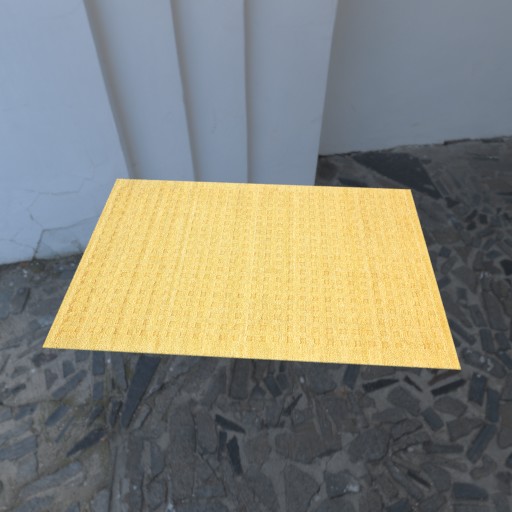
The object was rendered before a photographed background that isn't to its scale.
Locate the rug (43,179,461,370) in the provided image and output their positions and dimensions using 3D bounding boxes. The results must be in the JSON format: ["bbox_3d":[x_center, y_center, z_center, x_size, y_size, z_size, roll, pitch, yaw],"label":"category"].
[{"bbox_3d":[0.000,0.000,2.934,2.286,0.006,1.524,2,47,2],"label":"rug"}]
